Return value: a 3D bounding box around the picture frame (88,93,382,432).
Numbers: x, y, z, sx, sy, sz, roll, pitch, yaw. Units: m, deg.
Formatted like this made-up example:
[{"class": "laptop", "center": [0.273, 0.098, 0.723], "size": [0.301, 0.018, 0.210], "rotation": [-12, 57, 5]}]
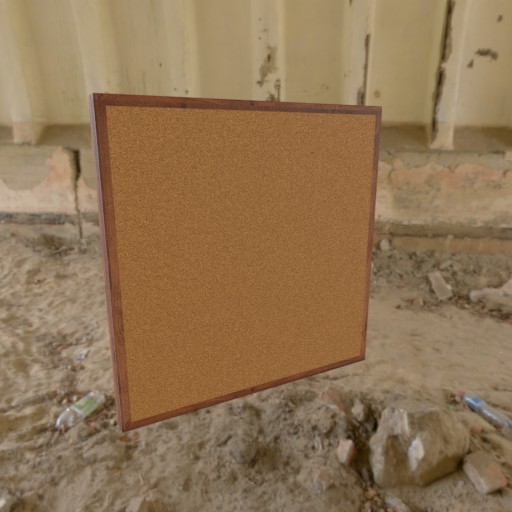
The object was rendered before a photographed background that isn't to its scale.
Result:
[{"class": "picture frame", "center": [0.000, 0.000, 0.539], "size": [0.352, 0.356, 0.028], "rotation": [-8, 17, -28]}]
